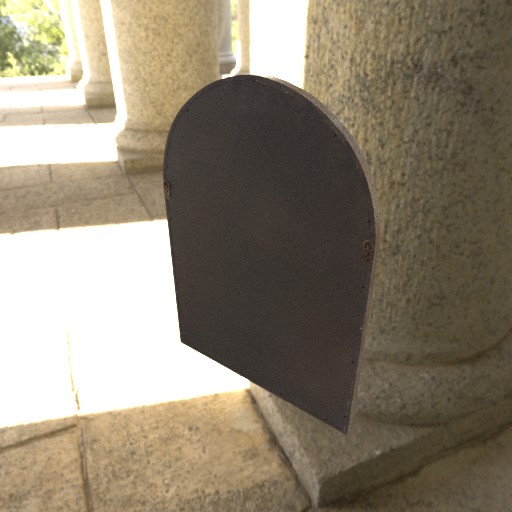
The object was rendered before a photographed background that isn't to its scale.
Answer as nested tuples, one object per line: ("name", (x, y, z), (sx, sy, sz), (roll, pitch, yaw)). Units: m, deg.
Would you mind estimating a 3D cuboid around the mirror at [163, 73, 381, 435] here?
("mirror", (0.000, 0.000, 1.202), (0.660, 0.920, 0.032), (20, 35, 32))
